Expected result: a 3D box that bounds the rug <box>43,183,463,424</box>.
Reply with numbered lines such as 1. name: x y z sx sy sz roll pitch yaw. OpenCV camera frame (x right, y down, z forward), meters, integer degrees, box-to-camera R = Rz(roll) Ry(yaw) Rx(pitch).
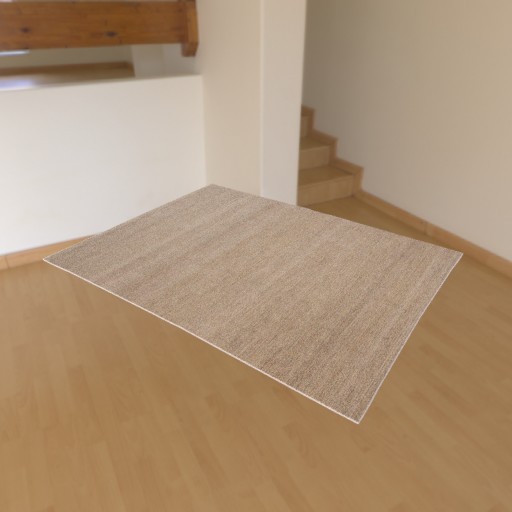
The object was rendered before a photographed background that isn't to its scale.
1. rug: 0.000 0.000 4.263 3.245 0.046 2.467 20 35 30
